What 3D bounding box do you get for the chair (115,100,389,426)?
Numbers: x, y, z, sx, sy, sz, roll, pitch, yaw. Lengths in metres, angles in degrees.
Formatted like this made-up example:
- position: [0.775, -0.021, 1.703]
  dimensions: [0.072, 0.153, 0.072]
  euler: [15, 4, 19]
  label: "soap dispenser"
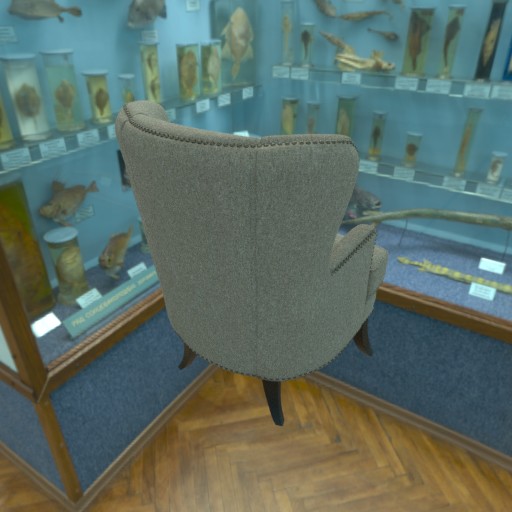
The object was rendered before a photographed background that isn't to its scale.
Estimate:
- position: [0.000, 0.000, 1.588]
  dimensions: [0.759, 1.060, 0.758]
  euler: [20, 36, 29]
  label: "chair"
